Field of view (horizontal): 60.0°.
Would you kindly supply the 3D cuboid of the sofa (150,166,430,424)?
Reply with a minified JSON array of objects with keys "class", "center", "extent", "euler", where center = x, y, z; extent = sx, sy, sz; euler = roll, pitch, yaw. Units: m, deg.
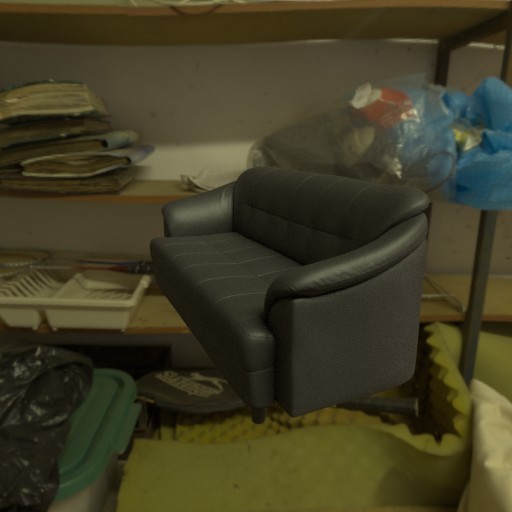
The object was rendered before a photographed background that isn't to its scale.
[{"class":"sofa","center":[0.000,0.000,2.274],"extent":[0.800,0.811,1.829],"euler":[-7,16,-23]}]
